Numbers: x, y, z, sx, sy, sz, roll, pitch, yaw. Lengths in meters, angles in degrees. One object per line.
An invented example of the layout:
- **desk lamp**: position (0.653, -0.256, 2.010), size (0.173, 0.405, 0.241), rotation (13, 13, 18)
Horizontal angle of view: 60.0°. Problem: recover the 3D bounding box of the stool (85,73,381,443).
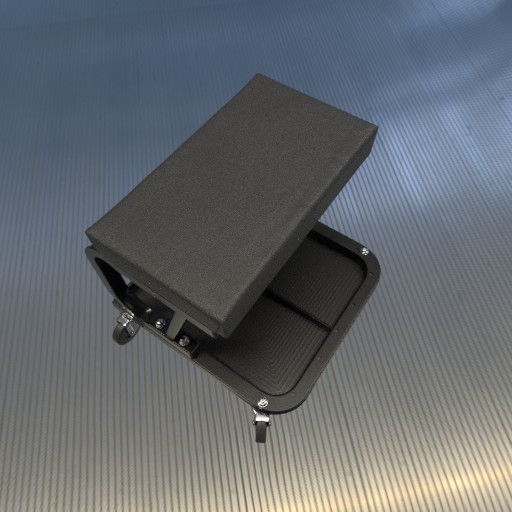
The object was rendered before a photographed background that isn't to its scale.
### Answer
- **stool**: position (0.000, 0.000, 0.733), size (0.371, 0.380, 0.446), rotation (31, 64, 17)
